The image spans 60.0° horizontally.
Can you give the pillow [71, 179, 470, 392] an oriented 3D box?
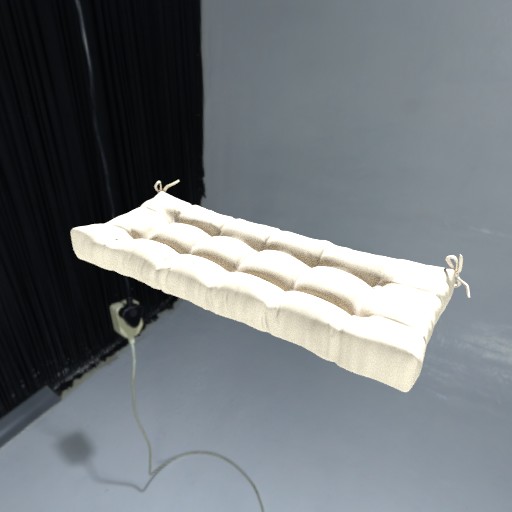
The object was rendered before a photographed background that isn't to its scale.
[{"bbox_3d":[0.000,0.000,1.369,1.194,0.174,0.511,18,34,28],"label":"pillow"}]
